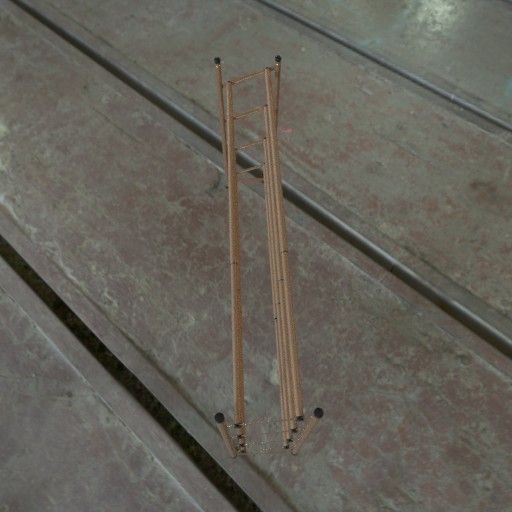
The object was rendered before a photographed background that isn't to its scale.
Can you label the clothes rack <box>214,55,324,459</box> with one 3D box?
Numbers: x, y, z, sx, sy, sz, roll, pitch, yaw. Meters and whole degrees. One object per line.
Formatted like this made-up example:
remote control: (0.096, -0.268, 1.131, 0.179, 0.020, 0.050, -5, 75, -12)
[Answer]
clothes rack: (0.000, 0.000, 1.485, 0.229, 0.672, 1.168, -2, 60, -1)
